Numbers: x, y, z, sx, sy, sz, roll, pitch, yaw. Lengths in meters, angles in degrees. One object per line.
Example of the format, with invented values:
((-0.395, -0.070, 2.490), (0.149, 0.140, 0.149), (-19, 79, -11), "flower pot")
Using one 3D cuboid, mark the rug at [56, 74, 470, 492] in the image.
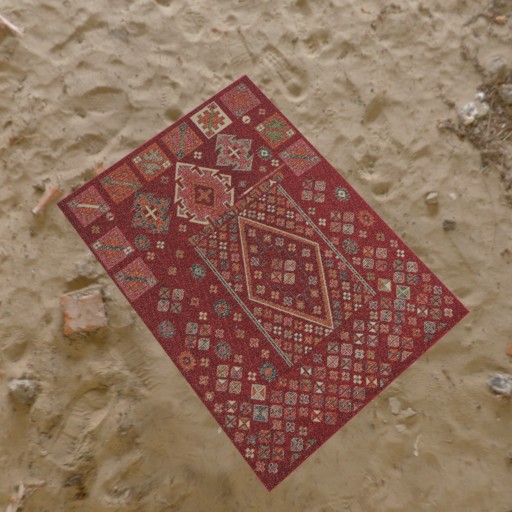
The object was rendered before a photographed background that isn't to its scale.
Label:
((0.000, 0.000, 4.217), (2.389, 0.011, 3.306), (-38, 78, -10), "rug")
